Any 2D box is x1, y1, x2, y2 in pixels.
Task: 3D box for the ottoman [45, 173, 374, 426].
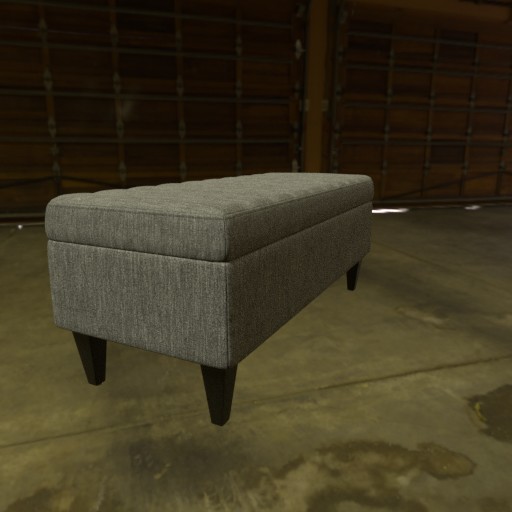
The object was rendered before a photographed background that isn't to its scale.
[{"bbox_3d":[0.000,0.000,1.403,0.482,0.469,1.151,7,15,26],"label":"ottoman"}]
